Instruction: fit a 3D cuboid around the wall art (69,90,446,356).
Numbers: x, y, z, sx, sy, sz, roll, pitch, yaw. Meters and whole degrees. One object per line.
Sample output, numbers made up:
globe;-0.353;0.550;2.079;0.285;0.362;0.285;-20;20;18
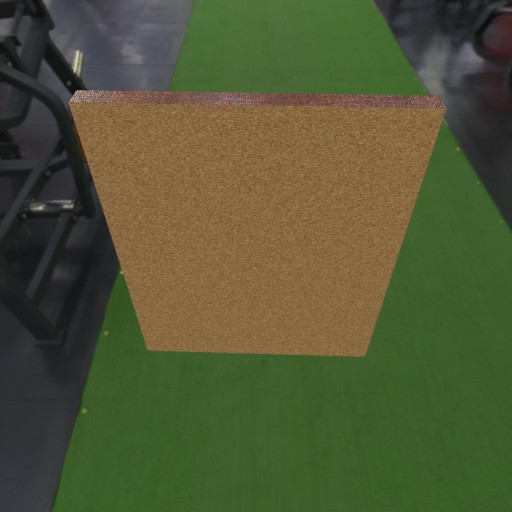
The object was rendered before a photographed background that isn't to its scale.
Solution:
wall art;0.000;0.000;0.762;0.467;0.567;0.033;1;46;1
